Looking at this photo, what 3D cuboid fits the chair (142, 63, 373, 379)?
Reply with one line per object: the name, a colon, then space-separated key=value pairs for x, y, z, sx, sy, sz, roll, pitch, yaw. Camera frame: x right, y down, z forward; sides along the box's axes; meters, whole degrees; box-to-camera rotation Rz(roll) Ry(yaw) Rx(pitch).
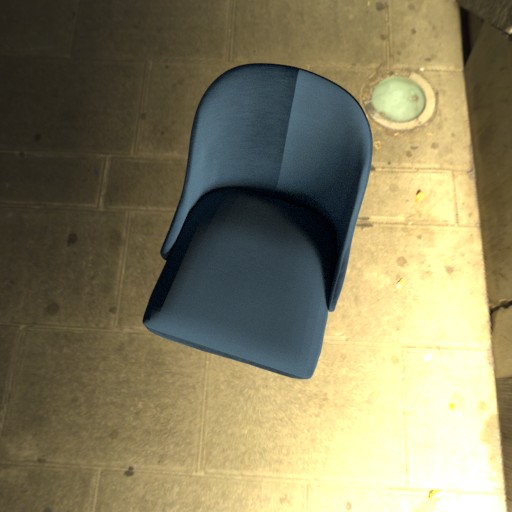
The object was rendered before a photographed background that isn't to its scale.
chair: x=0.000 y=0.000 z=1.255 sx=0.503 sy=0.882 sz=0.589 roll=17 pitch=76 yaw=5
